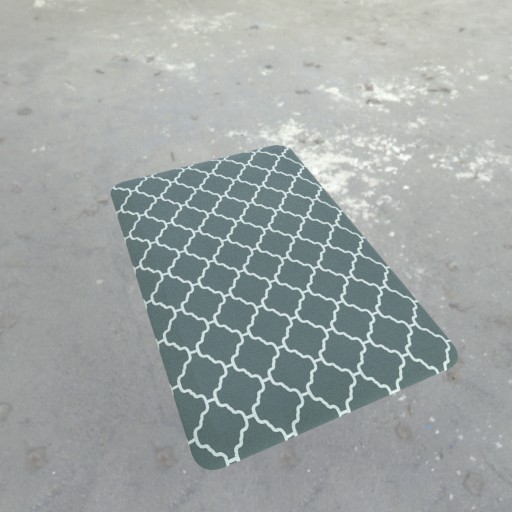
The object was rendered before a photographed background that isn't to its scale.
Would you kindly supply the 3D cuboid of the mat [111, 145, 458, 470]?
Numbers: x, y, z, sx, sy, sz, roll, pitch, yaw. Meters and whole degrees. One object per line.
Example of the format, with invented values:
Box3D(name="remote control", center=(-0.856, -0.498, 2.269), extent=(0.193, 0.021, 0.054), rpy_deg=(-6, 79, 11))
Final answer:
Box3D(name="mat", center=(0.000, 0.000, 0.968), extent=(0.508, 0.021, 0.762), rpy_deg=(-17, 50, -15))
